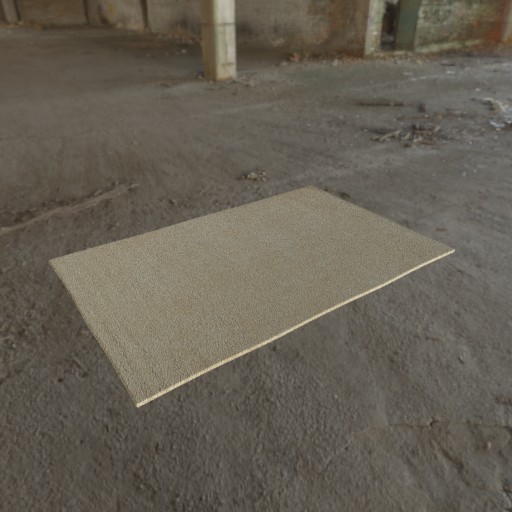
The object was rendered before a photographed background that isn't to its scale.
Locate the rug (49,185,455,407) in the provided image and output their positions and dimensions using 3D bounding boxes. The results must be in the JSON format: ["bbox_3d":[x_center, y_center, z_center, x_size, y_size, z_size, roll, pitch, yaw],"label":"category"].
[{"bbox_3d":[0.000,0.000,3.038,2.346,0.025,1.500,-20,36,-30],"label":"rug"}]
